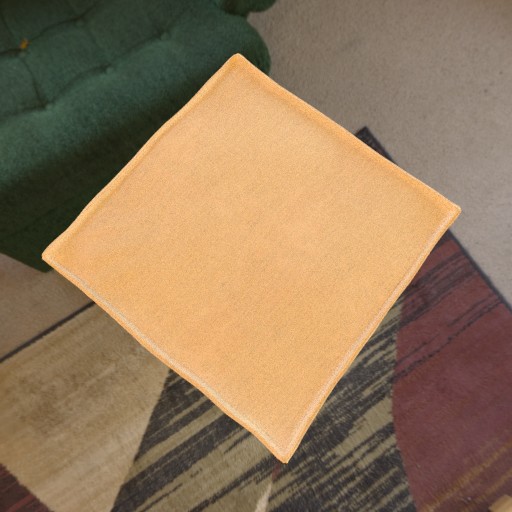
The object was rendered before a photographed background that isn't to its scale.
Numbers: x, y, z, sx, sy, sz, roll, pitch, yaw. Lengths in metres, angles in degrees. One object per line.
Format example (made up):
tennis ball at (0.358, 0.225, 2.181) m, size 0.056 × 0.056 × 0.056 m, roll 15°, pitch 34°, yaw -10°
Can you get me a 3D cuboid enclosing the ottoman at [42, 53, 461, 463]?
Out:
ottoman at (0.000, 0.000, 1.180) m, size 0.696 × 0.470 × 0.707 m, roll 37°, pitch 78°, yaw 9°
